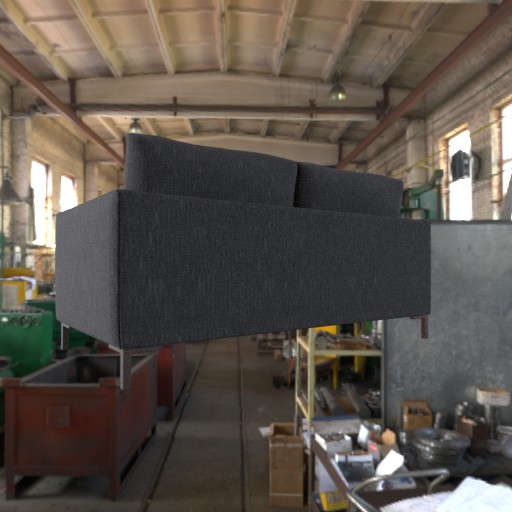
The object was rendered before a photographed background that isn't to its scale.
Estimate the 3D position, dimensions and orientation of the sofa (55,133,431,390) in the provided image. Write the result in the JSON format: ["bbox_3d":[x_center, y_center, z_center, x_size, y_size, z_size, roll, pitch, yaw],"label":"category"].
[{"bbox_3d":[0.000,0.000,2.198,1.716,0.862,0.866,1,-1,-36],"label":"sofa"}]
